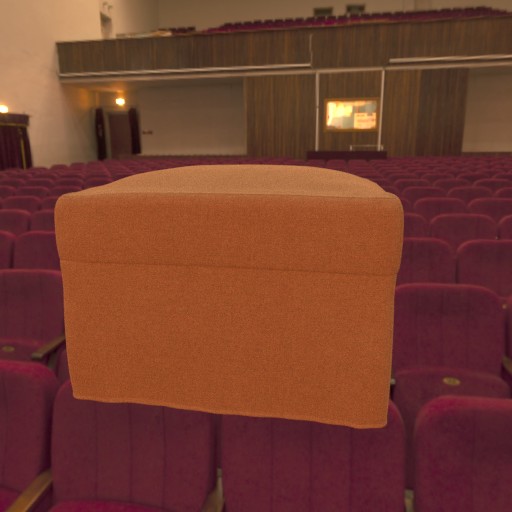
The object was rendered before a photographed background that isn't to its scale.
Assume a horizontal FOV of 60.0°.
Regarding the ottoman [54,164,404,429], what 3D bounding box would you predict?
[{"bbox_3d":[0.000,0.000,1.203,0.650,0.485,0.833,2,12,10],"label":"ottoman"}]
